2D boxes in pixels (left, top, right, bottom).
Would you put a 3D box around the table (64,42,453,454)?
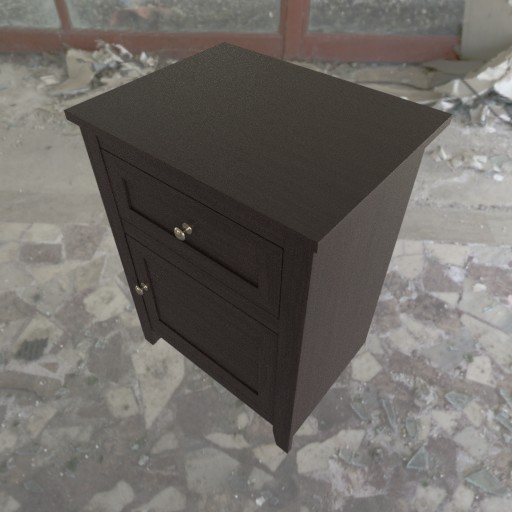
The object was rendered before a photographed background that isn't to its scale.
[{"bbox_3d":[0.000,0.000,0.917,0.480,0.635,0.381,30,53,27],"label":"table"}]
